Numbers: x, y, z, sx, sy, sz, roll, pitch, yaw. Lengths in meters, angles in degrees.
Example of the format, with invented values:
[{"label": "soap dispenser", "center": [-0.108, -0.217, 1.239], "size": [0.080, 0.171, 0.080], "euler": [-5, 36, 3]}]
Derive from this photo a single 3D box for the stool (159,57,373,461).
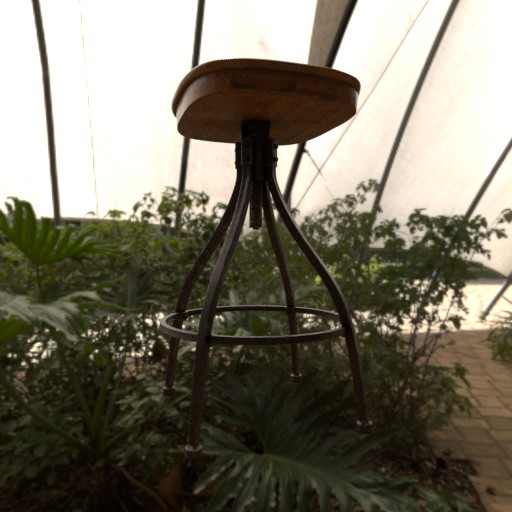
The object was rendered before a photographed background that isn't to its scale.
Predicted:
[{"label": "stool", "center": [0.000, 0.000, 0.987], "size": [0.424, 0.694, 0.432], "euler": [0, 2, -18]}]
